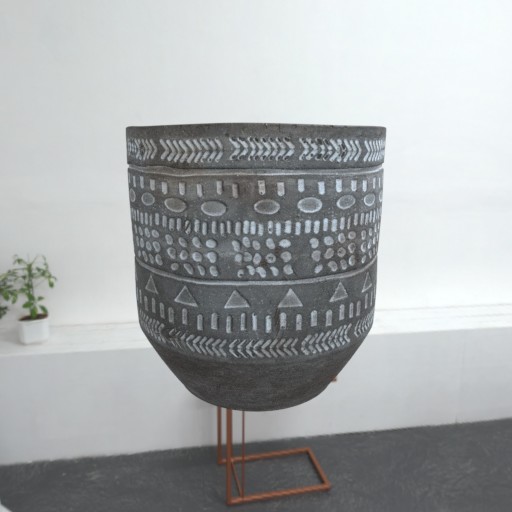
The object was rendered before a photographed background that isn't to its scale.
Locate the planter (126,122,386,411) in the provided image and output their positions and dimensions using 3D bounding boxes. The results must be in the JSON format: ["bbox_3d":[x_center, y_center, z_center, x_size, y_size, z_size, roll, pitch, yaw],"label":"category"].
[{"bbox_3d":[0.000,0.000,0.267,0.142,0.149,0.142,0,15,0],"label":"planter"}]
